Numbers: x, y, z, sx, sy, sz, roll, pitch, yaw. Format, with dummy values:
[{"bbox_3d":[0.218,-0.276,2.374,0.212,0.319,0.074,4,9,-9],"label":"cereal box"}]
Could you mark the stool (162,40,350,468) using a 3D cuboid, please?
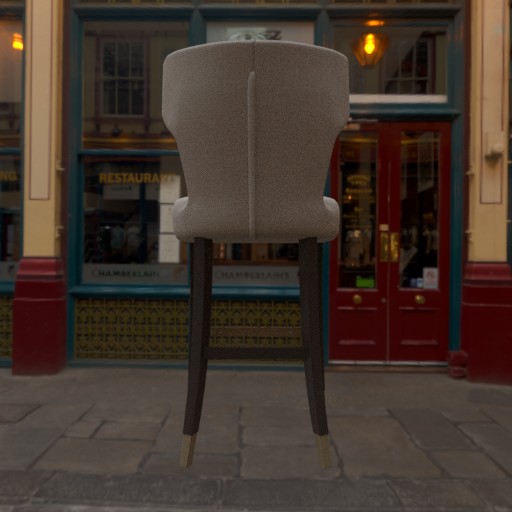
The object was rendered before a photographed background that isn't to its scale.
[{"bbox_3d":[0.000,0.000,1.368,0.526,1.092,0.563,0,-1,0],"label":"stool"}]
